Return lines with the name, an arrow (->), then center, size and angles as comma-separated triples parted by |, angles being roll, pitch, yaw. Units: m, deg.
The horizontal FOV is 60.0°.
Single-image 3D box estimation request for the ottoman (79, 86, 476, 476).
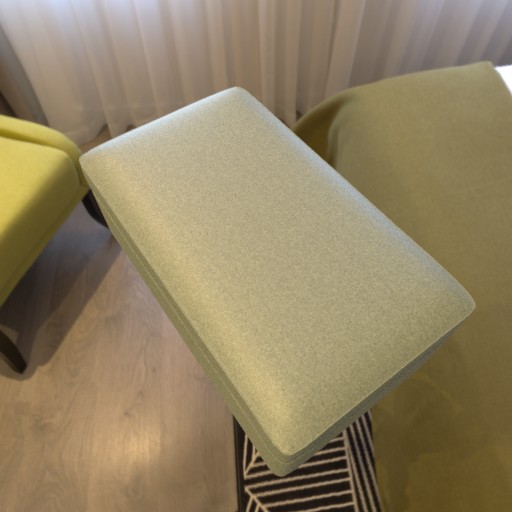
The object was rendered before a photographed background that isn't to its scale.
ottoman -> 0.000, 0.000, 1.509 | 0.681, 0.494, 1.173 | -31, 62, -19
